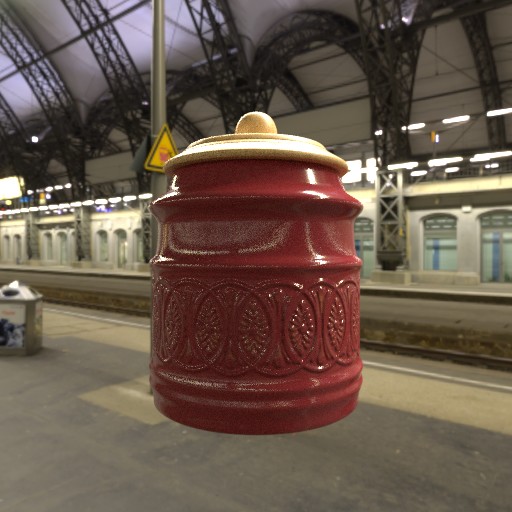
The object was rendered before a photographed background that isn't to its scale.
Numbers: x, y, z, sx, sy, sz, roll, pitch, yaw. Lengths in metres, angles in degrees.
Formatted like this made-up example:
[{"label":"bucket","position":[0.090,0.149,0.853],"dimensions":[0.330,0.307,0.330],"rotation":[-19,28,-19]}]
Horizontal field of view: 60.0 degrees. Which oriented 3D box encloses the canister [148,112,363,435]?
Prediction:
[{"label":"canister","position":[0.000,0.000,0.275],"dimensions":[0.130,0.176,0.130],"rotation":[0,1,0]}]
